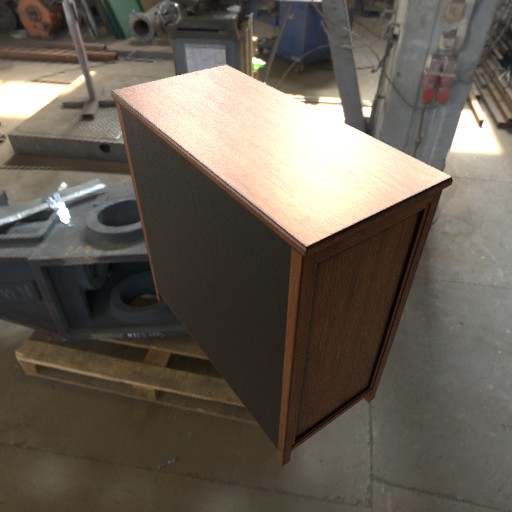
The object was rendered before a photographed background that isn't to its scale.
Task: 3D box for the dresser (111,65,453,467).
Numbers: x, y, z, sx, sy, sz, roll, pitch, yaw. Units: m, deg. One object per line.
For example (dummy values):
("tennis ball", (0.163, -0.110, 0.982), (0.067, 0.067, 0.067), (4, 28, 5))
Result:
("dresser", (0.000, 0.000, 1.974), (0.591, 1.224, 1.250), (-25, 47, -26))
